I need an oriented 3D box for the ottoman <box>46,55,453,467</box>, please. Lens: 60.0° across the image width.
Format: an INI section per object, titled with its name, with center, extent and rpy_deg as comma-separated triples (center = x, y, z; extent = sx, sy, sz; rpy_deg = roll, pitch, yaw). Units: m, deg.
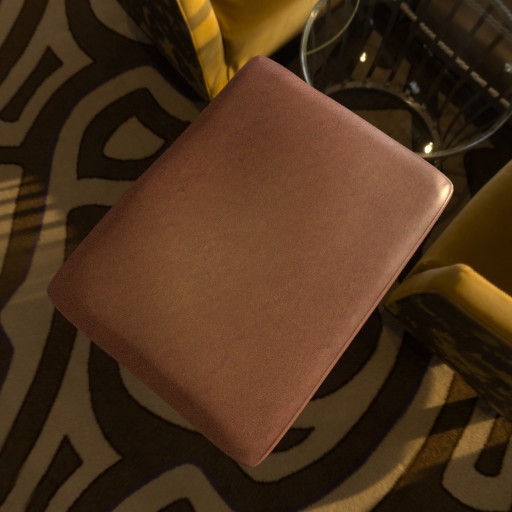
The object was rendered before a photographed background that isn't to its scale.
[ottoman]
center = 0.000, 0.000, 1.249
extent = 0.650, 0.485, 0.851
rpy_deg = 37, 79, 9
